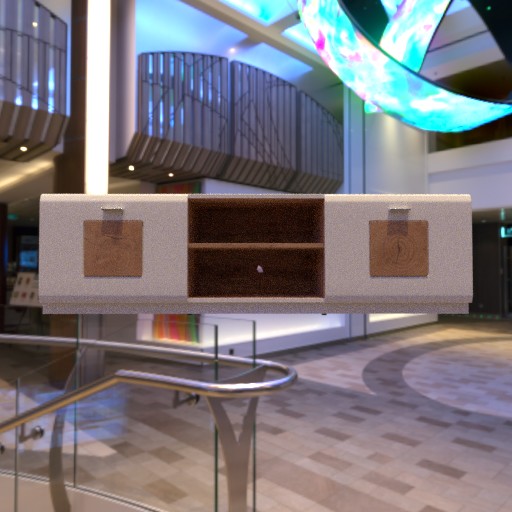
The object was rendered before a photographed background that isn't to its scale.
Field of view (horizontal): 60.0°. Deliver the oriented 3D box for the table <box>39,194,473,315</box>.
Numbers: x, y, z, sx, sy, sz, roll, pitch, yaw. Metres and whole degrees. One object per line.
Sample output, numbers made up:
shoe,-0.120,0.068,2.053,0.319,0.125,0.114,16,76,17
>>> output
table,0.000,0.000,1.763,1.550,0.440,0.400,0,-2,0
